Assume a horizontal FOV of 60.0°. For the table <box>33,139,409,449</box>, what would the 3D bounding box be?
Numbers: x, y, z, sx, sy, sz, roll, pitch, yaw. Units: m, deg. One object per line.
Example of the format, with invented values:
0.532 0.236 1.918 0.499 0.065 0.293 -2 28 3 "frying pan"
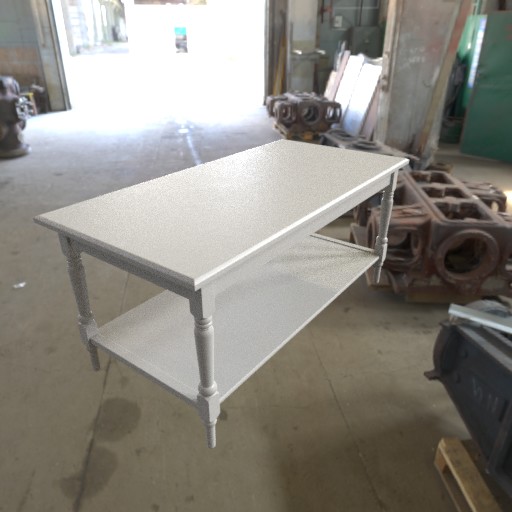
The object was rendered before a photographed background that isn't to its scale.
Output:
0.000 0.000 1.458 0.551 0.506 1.109 19 32 32 "table"
